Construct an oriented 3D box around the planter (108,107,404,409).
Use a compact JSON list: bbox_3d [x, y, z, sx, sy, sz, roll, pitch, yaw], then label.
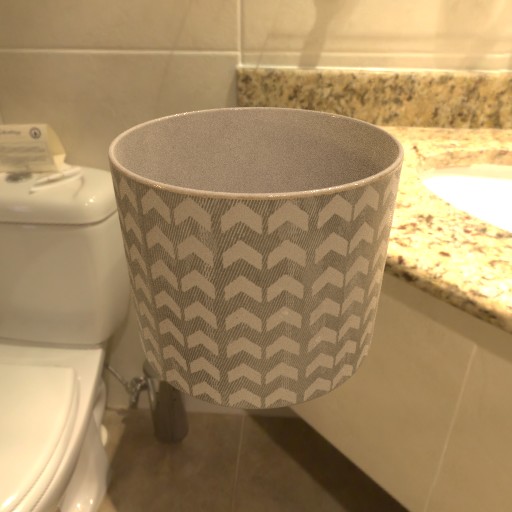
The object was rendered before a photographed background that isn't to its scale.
[{"bbox_3d":[0.000,0.000,0.449,0.250,0.239,0.250,0,31,0],"label":"planter"}]
